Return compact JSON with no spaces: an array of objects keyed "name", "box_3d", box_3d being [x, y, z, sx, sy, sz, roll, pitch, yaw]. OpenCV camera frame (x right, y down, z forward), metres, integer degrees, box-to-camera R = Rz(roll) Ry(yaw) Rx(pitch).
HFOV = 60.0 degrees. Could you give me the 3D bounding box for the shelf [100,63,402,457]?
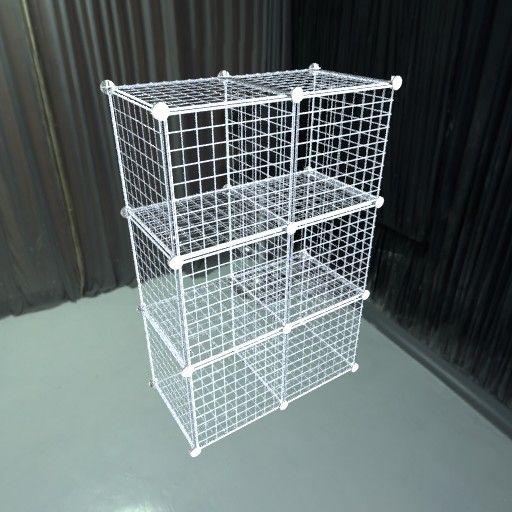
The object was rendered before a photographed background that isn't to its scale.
[{"name":"shelf","box_3d":[0.000,0.000,1.420,0.711,1.067,0.356,-18,34,-28]}]
